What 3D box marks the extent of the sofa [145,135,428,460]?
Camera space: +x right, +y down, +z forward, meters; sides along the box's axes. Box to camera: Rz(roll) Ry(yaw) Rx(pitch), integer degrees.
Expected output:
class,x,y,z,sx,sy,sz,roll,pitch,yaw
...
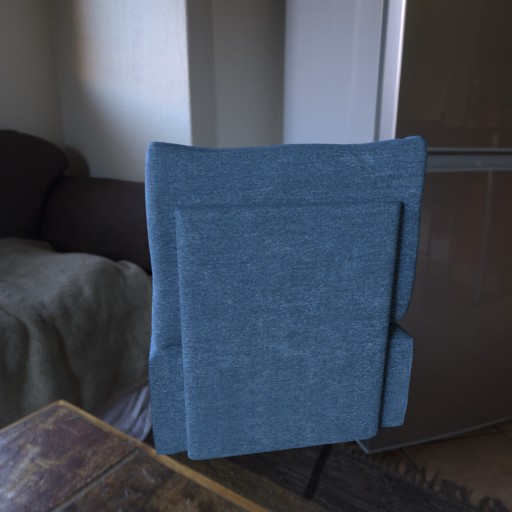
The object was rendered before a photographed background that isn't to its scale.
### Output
class,x,y,z,sx,sy,sz,roll,pitch,yaw
sofa,0.000,0.000,1.533,0.700,0.820,1.000,-3,17,-10
